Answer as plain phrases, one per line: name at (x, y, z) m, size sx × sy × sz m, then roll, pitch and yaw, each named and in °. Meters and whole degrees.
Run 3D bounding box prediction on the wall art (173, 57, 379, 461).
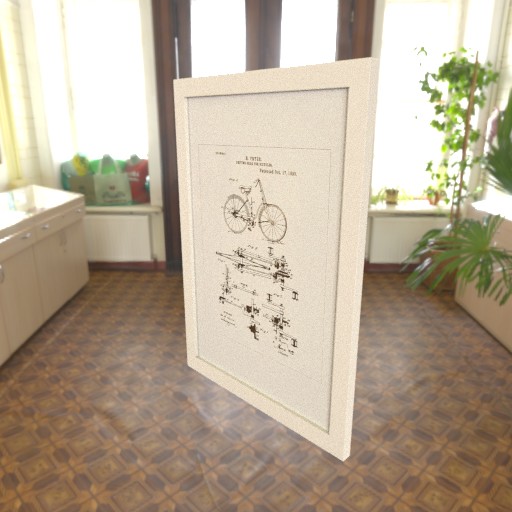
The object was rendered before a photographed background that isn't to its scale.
wall art at (0.000, 0.000, 0.617) m, size 0.015 × 0.477 × 0.332 m, roll -16°, pitch 23°, yaw -43°
